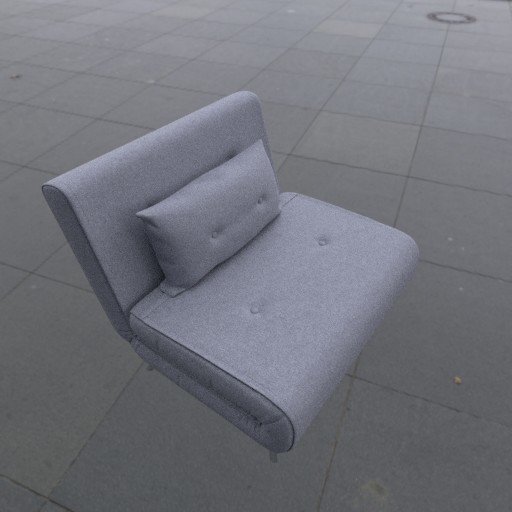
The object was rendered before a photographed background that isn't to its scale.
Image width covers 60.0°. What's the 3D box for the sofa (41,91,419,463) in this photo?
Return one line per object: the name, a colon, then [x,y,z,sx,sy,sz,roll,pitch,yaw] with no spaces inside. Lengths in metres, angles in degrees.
sofa: [0.000,0.000,1.733,1.000,0.825,1.020,26,47,27]
